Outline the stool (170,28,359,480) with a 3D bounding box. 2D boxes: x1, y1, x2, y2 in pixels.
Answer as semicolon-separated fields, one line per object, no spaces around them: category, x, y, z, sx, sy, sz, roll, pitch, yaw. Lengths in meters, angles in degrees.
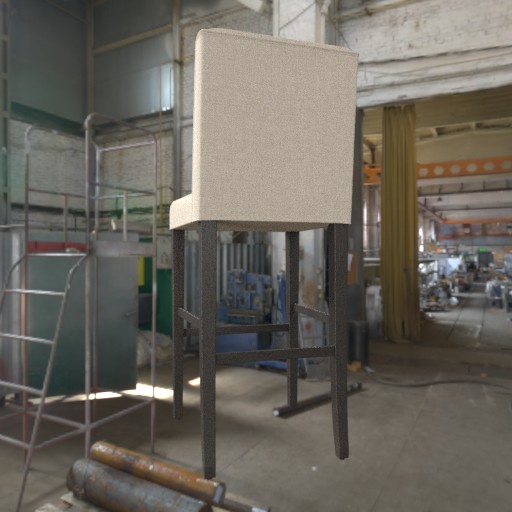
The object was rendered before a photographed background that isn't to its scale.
stool;0.000;0.000;1.363;0.474;1.116;0.509;0;0;-17
